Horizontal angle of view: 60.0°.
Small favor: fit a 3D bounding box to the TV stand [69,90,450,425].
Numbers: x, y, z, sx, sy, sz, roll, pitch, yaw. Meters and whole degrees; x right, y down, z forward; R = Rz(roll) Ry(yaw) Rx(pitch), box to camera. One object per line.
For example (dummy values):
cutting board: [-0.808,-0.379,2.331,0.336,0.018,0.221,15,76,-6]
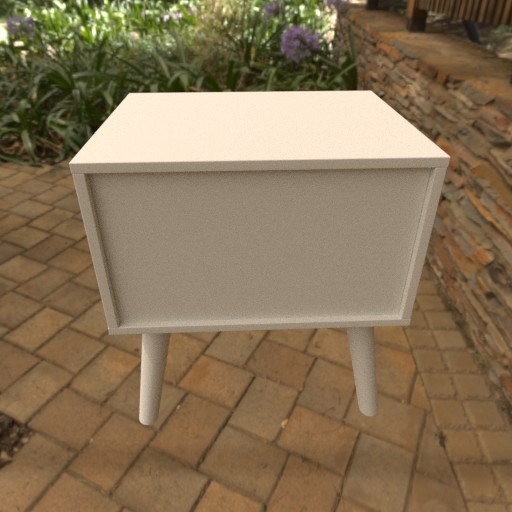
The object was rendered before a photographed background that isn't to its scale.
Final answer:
TV stand: [0.000,0.000,0.909,0.508,0.559,0.405,-1,32,-2]
